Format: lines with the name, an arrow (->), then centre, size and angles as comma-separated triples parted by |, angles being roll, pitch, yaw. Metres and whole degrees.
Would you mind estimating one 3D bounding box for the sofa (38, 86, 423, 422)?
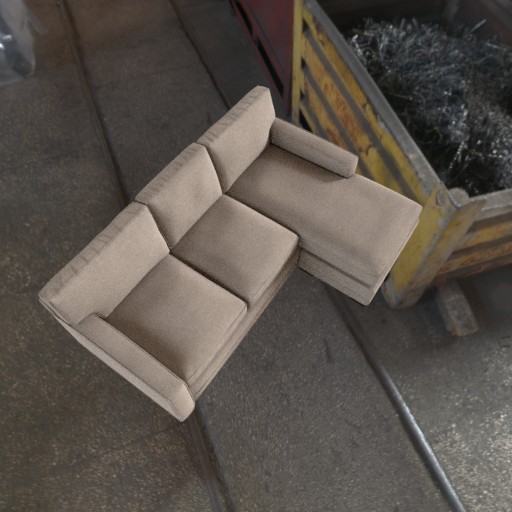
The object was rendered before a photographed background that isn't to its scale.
sofa -> 0.000, 0.000, 2.872 | 1.496, 0.861, 2.087 | 31, 64, 17
